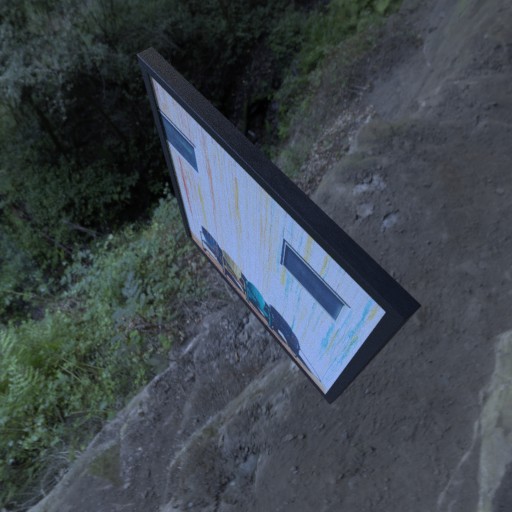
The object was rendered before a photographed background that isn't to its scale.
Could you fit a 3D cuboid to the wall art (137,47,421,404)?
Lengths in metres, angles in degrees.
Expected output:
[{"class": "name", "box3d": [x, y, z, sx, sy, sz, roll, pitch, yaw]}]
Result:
[{"class": "wall art", "box3d": [0.000, 0.000, 1.148, 0.039, 0.763, 0.763, -35, 68, -17]}]
